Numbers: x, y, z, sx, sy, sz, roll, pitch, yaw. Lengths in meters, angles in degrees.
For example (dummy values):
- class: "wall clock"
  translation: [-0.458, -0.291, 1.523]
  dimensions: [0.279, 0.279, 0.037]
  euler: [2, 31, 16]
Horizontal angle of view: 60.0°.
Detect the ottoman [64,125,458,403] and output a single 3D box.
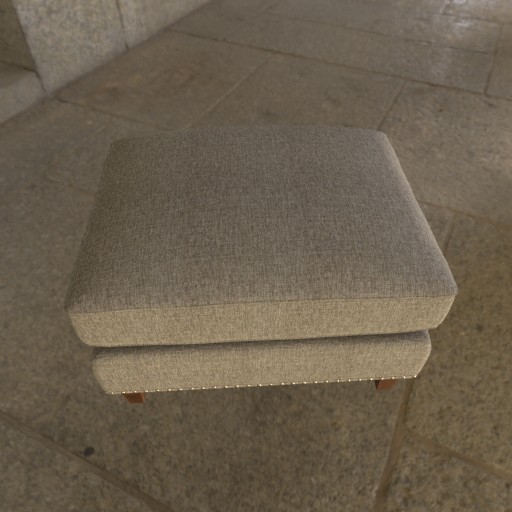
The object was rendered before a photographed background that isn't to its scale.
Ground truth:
- class: "ottoman"
  translation: [0.000, 0.000, 1.128]
  dimensions: [0.741, 0.513, 0.584]
  euler: [-2, 47, -2]
